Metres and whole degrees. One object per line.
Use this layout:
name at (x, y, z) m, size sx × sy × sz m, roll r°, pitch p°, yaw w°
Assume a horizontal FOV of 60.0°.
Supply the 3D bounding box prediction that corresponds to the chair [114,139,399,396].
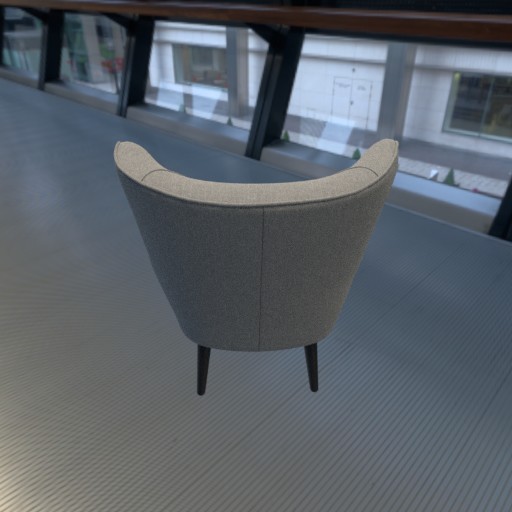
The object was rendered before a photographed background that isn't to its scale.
chair at (0.000, 0.000, 1.597) m, size 0.781 × 0.933 × 0.888 m, roll -1°, pitch 30°, yaw -2°
